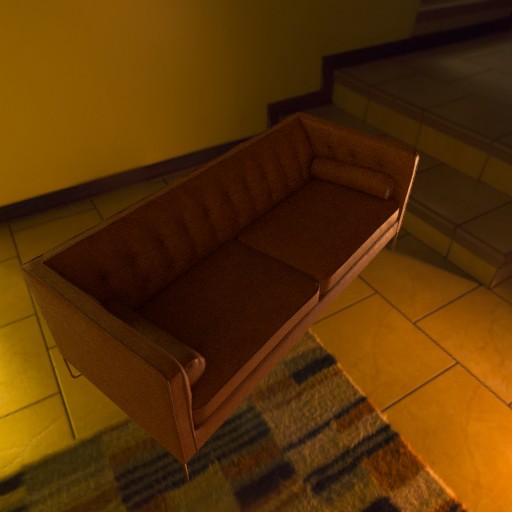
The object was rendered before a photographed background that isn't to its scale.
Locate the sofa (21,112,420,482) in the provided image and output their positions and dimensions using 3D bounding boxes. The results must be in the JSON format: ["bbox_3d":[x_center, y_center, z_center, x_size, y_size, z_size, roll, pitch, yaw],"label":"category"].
[{"bbox_3d":[0.000,0.000,2.499,0.912,0.798,2.079,27,48,28],"label":"sofa"}]
